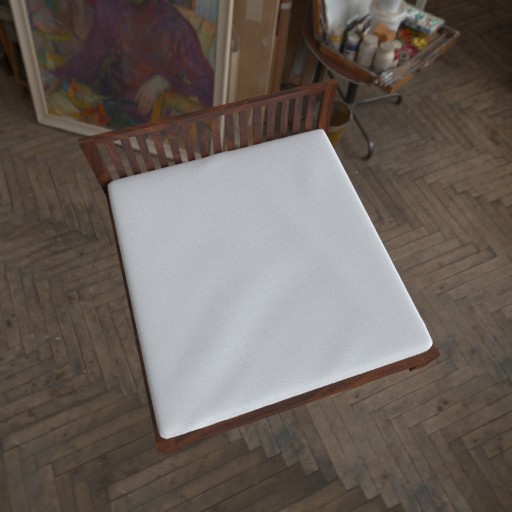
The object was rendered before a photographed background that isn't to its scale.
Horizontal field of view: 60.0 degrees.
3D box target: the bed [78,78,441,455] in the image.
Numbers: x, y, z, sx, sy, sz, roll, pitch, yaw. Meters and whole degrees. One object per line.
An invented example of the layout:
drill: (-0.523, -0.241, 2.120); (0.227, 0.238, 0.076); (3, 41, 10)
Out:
bed: (0.000, 0.000, 3.122); (1.905, 0.890, 2.030); (-16, 64, -8)
